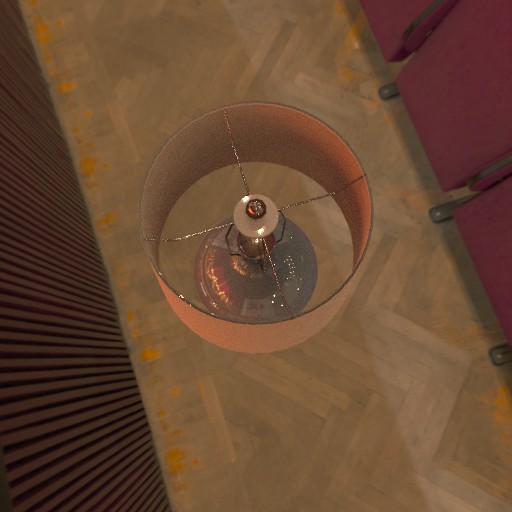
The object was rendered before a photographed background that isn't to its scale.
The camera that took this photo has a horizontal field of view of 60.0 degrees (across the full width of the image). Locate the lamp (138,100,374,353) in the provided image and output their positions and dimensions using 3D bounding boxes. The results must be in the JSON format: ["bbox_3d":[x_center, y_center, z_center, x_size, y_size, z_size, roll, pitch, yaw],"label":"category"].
[{"bbox_3d":[0.000,0.000,0.574,0.247,0.387,0.247,0,77,0],"label":"lamp"}]
